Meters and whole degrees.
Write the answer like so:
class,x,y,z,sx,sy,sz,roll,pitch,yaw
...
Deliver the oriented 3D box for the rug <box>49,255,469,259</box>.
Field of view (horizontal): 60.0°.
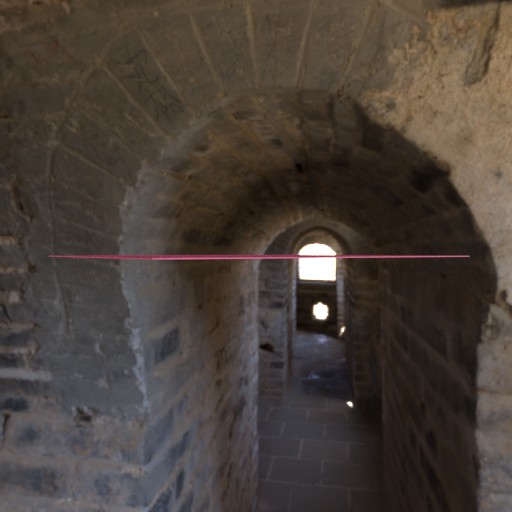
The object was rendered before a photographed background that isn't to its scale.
class,x,y,z,sx,sy,sz,roll,pitch,yaw
rug,0.000,0.000,3.917,2.929,0.012,2.300,0,0,-36
